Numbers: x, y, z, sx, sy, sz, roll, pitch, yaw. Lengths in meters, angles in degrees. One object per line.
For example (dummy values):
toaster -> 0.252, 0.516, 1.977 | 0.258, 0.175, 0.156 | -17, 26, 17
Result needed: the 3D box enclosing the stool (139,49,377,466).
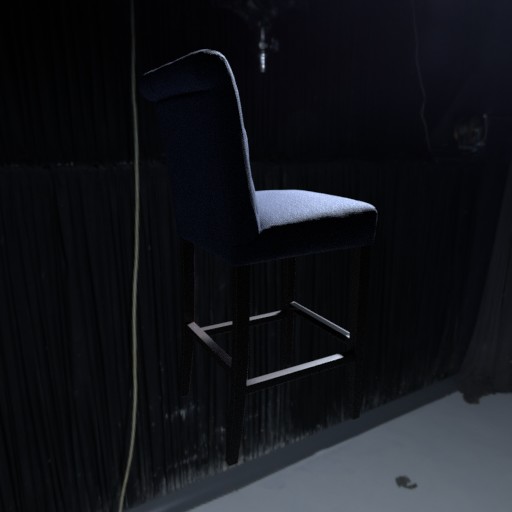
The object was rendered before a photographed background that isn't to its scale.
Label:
stool -> 0.000, 0.000, 1.450 | 0.601, 1.140, 0.493 | -8, 17, -28
